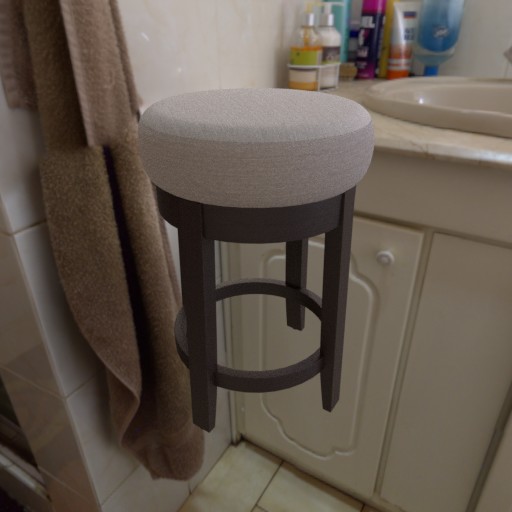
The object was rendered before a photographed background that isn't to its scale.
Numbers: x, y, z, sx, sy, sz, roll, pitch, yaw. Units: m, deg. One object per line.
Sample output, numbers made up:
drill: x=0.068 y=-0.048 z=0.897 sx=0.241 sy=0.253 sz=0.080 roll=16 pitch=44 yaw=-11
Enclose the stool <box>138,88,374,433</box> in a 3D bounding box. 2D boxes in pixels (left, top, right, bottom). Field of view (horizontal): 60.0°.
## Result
stool: x=0.000 y=0.000 z=0.979 sx=0.443 sy=0.672 sz=0.443 roll=0 pitch=29 yaw=0
